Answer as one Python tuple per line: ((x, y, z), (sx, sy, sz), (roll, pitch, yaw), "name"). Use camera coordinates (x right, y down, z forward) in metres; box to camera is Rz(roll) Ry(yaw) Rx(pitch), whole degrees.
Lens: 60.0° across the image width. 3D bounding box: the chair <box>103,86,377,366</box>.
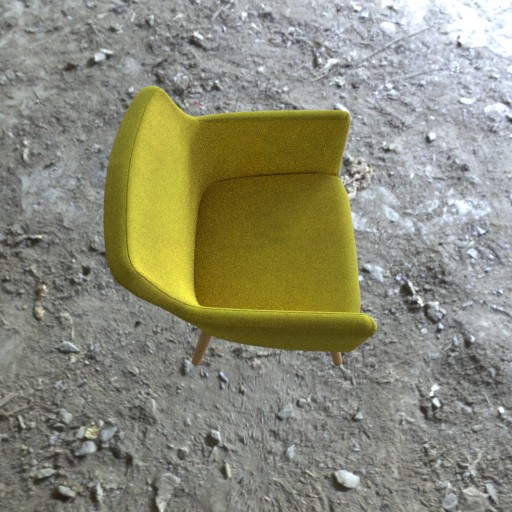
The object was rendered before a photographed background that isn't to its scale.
((0.000, 0.000, 1.185), (0.570, 0.780, 0.570), (0, 64, 0), "chair")
